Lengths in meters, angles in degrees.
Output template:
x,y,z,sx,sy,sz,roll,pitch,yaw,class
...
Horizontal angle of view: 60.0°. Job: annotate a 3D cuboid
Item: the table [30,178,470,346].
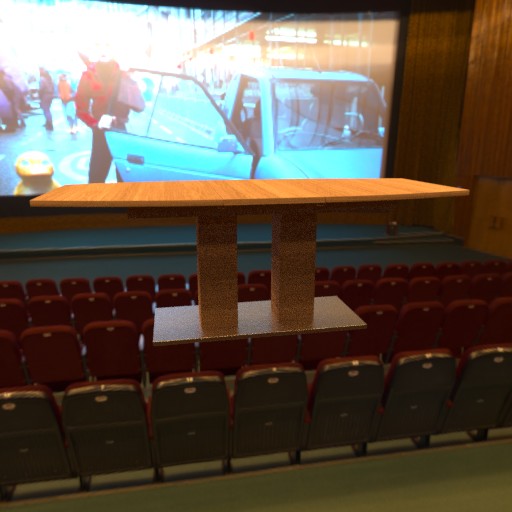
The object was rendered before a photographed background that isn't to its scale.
x,y,z,sx,sy,sz,roll,pitch,yaw,class
0.000,0.000,2.428,2.032,0.750,0.900,-3,15,-10,table
